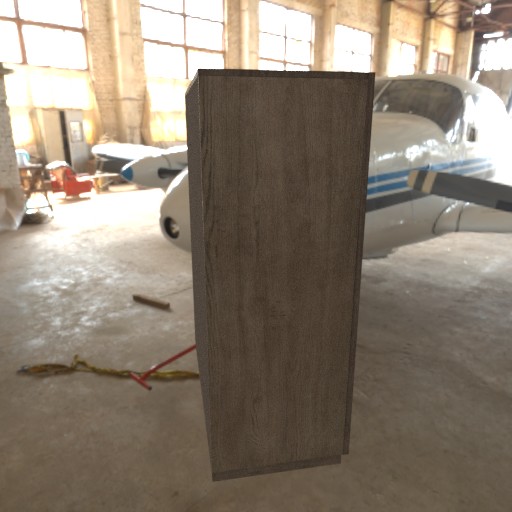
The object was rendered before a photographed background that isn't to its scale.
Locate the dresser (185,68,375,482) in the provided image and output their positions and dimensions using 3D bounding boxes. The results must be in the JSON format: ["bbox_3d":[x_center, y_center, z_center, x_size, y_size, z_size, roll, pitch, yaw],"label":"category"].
[{"bbox_3d":[0.000,0.000,1.801,0.483,1.295,0.967,-3,17,-10],"label":"dresser"}]
